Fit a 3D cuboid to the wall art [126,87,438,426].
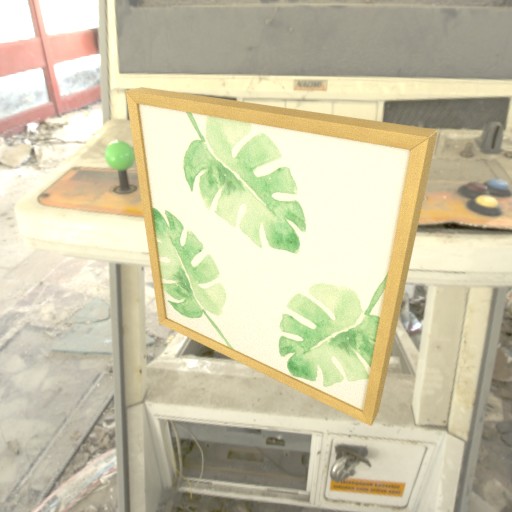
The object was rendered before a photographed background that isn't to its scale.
[{"bbox_3d":[0.000,0.000,0.778,0.508,0.508,0.038,19,36,28],"label":"wall art"}]
